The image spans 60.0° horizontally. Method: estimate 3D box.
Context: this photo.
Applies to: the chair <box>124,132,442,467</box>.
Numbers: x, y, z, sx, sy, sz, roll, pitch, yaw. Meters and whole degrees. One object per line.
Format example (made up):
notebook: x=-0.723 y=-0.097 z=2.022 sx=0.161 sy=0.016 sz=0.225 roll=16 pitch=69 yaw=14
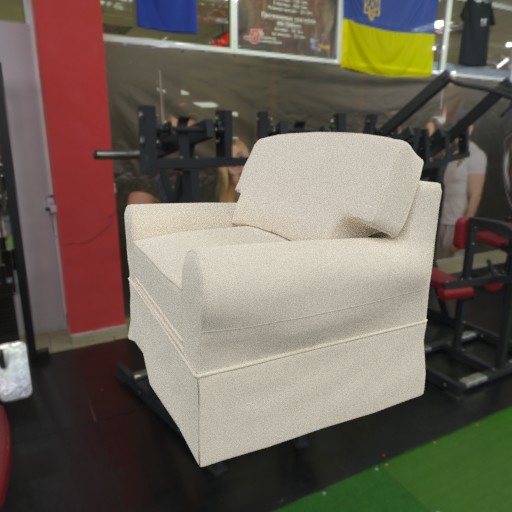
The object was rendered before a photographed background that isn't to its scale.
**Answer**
chair: x=0.000 y=0.000 z=1.775 sx=0.904 sy=0.958 sz=1.099 roll=-7 pitch=17 yaw=-25
